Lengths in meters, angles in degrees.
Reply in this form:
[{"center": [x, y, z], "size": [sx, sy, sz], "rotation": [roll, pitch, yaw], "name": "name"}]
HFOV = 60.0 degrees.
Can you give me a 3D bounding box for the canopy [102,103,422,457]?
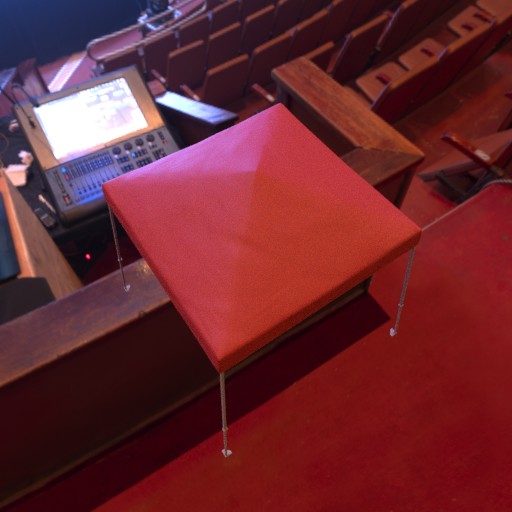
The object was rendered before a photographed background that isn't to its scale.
[{"center": [0.000, 0.000, 6.644], "size": [3.599, 3.600, 3.600], "rotation": [-30, 62, -18], "name": "canopy"}]
